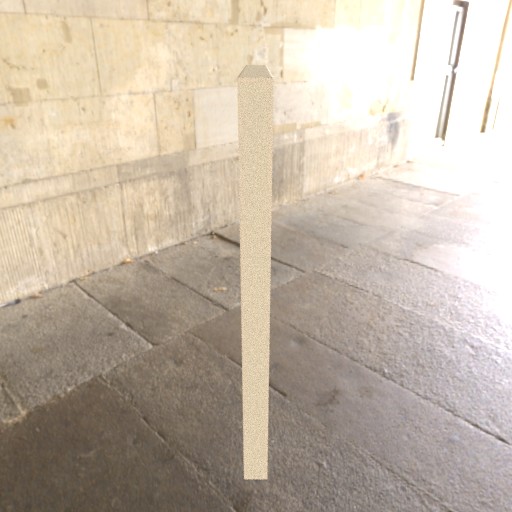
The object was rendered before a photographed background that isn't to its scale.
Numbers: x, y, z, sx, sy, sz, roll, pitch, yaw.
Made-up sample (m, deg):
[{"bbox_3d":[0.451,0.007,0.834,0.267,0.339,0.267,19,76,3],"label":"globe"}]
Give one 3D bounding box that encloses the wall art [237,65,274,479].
[{"bbox_3d":[0.000,0.000,0.784,0.038,0.608,0.418,0,25,0],"label":"wall art"}]
